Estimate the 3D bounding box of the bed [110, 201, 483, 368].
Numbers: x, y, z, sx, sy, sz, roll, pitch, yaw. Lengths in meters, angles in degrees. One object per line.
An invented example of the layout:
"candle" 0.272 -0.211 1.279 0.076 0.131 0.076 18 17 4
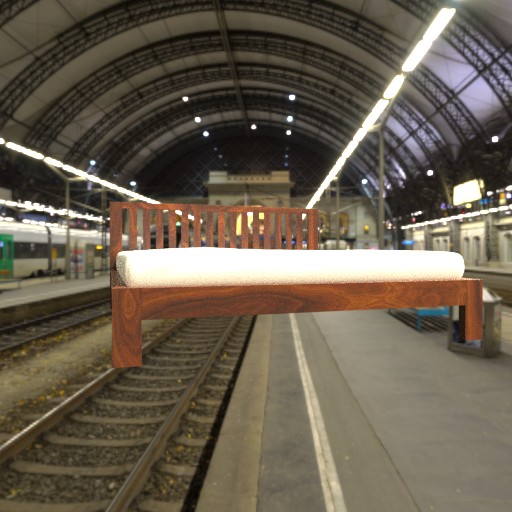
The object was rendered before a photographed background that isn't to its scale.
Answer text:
"bed" 0.000 0.000 3.054 1.905 0.890 2.030 0 0 -18
